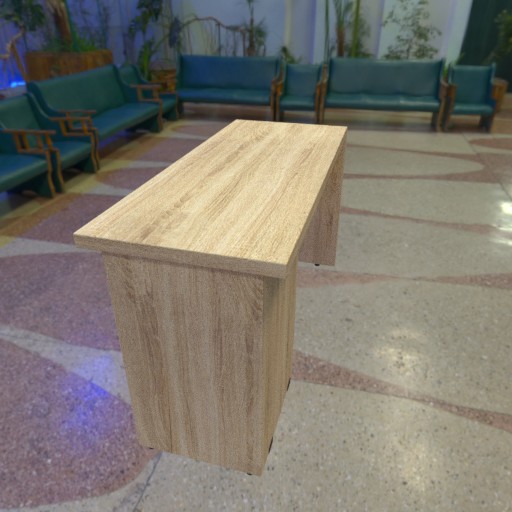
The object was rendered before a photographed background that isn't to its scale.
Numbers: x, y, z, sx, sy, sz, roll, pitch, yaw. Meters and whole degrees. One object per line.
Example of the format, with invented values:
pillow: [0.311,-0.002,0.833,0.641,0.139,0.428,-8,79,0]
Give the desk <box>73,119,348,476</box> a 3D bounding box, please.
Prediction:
desk: [0.000,0.000,1.678,0.500,0.750,1.300,8,31,14]
